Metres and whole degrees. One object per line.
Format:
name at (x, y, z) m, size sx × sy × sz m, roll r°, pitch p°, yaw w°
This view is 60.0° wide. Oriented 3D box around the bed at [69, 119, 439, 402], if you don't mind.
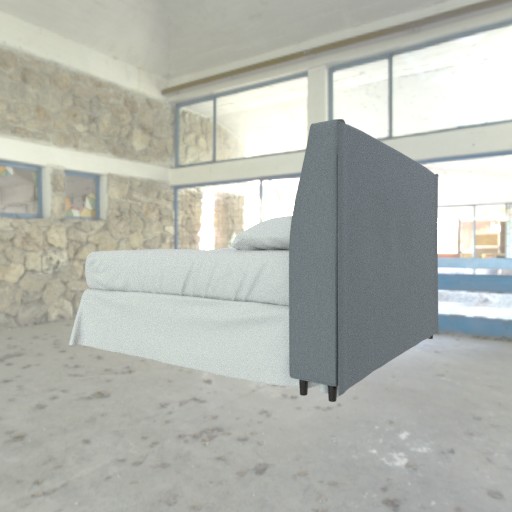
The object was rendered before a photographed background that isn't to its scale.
bed at (0.000, 0.000, 3.433) m, size 2.276 × 1.332 × 1.925 m, roll 1°, pitch 1°, yaw 35°
